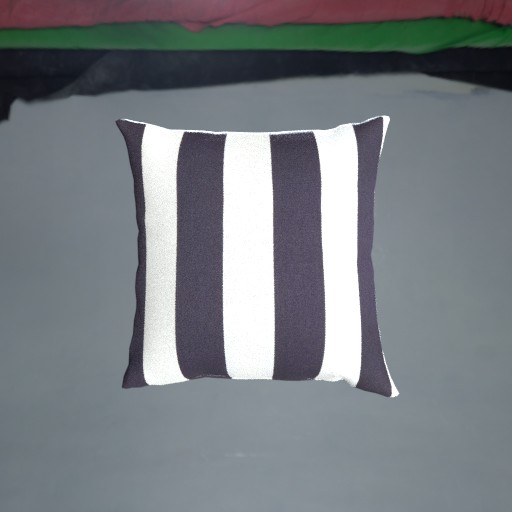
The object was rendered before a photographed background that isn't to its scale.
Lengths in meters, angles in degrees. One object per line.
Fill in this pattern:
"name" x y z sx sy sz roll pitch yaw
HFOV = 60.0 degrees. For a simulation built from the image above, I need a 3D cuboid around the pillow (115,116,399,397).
"pillow" 0.000 0.000 0.832 0.536 0.526 0.189 0 -1 0
